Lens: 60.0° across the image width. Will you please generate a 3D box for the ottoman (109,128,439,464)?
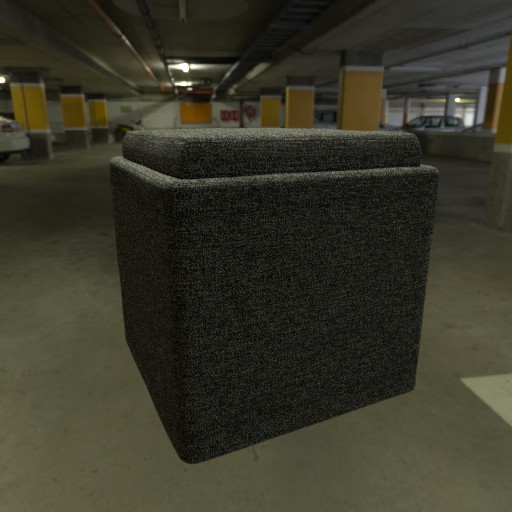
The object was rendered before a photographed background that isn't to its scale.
[{"bbox_3d":[0.000,0.000,0.837,0.450,0.463,0.450,-8,19,-25],"label":"ottoman"}]
